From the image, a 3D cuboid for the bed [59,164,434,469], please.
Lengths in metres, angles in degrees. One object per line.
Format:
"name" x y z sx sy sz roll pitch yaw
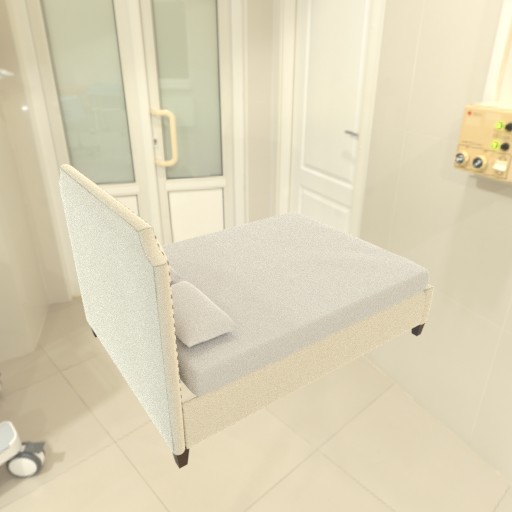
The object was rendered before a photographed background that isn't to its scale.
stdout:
"bed" 0.000 0.000 3.458 2.372 1.497 1.712 -17 31 -31
